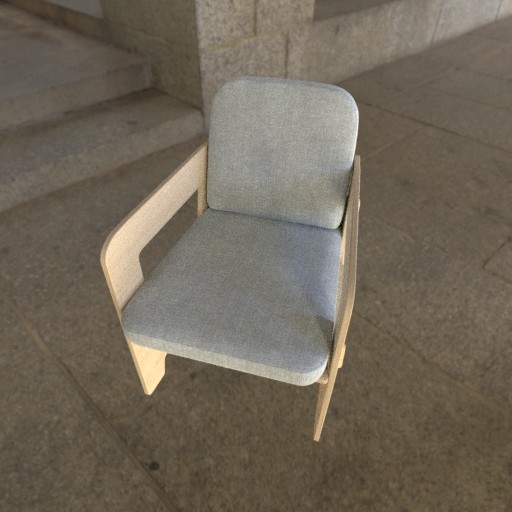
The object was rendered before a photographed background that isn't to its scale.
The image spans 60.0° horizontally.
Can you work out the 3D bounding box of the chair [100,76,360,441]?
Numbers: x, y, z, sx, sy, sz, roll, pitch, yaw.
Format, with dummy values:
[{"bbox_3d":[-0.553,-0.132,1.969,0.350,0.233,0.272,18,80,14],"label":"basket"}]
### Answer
[{"bbox_3d":[0.000,0.000,1.284,0.590,0.800,0.710,11,42,12],"label":"chair"}]
